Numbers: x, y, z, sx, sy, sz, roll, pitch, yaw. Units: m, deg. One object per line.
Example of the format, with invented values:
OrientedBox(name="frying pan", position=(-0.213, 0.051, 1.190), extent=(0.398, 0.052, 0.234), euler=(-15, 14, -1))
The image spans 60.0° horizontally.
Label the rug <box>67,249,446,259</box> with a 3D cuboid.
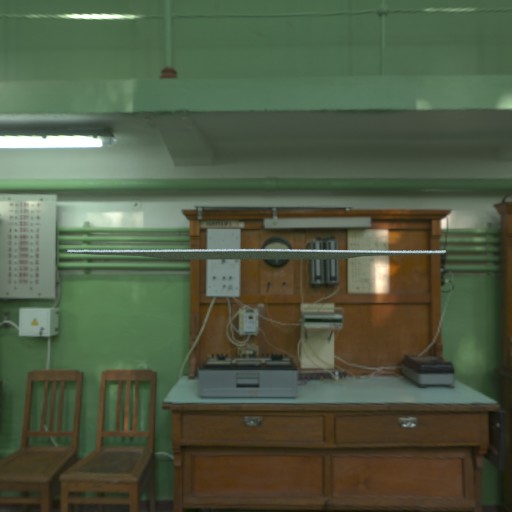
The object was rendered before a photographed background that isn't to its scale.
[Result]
OrientedBox(name="rug", position=(0.000, 0.000, 2.279), extent=(1.179, 0.022, 1.820), euler=(0, -1, 0))
